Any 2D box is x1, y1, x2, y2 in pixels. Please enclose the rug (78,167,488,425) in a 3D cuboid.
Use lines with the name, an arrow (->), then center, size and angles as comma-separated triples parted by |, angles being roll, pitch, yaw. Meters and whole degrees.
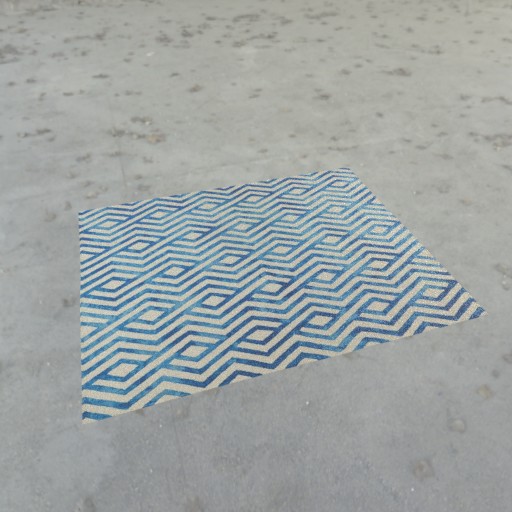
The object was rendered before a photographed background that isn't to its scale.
rug -> 0.000, 0.000, 4.021 | 3.059, 0.008, 2.453 | -12, 42, -13
